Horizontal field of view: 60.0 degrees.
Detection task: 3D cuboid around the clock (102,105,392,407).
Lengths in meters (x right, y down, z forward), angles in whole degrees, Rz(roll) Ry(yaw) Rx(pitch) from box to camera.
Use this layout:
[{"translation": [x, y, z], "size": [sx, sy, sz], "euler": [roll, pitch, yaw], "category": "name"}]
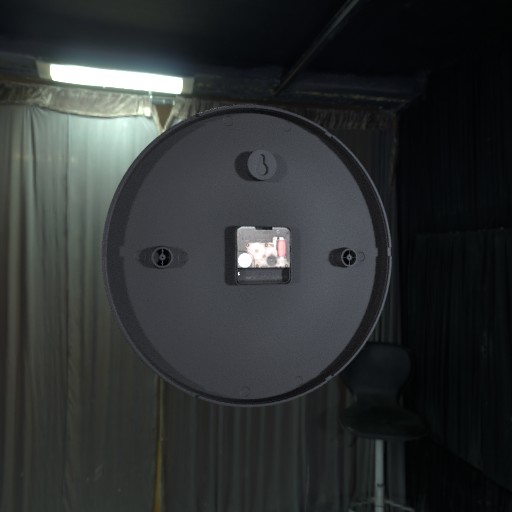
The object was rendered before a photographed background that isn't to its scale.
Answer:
[{"translation": [0.000, 0.000, 0.446], "size": [0.293, 0.293, 0.040], "euler": [0, 0, -17], "category": "clock"}]
